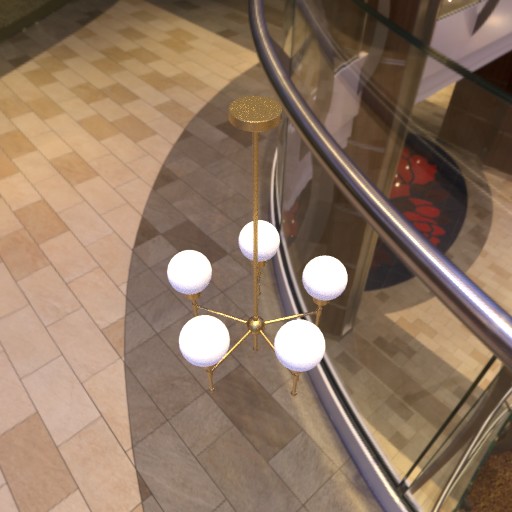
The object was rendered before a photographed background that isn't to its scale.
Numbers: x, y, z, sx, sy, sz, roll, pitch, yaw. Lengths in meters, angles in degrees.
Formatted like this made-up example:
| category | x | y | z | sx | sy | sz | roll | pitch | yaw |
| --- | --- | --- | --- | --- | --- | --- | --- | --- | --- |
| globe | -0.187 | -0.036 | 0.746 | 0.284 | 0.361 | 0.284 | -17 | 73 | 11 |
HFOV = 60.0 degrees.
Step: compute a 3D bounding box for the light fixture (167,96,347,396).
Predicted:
| category | x | y | z | sx | sy | sz | roll | pitch | yaw |
| --- | --- | --- | --- | --- | --- | --- | --- | --- | --- |
| light fixture | 0.000 | 0.000 | 1.823 | 0.815 | 1.331 | 0.785 | 2 | 46 | 2 |
